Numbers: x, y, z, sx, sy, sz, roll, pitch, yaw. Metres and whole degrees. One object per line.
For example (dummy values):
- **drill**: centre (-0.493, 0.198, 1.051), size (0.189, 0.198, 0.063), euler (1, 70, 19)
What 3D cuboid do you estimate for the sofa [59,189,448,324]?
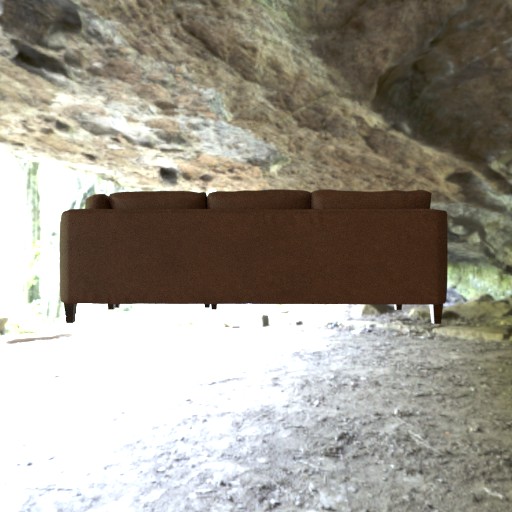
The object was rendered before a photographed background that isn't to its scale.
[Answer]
- **sofa**: centre (0.000, 0.000, 4.603), size (2.593, 0.923, 3.460), euler (0, -1, 1)
